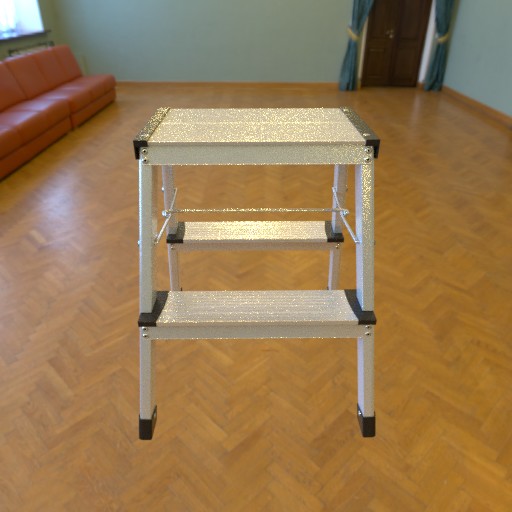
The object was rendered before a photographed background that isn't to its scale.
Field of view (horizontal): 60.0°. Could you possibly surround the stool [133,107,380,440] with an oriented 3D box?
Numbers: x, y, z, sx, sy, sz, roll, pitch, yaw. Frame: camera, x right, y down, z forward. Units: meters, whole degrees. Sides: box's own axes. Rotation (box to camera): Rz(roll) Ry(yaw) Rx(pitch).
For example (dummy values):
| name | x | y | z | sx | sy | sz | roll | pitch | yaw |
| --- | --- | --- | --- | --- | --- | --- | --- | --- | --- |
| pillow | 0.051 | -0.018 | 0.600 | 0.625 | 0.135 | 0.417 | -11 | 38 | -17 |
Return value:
| name | x | y | z | sx | sy | sz | roll | pitch | yaw |
| --- | --- | --- | --- | --- | --- | --- | --- | --- | --- |
| stool | 0.000 | 0.000 | 0.801 | 0.404 | 0.480 | 0.405 | 0 | 30 | -1 |
